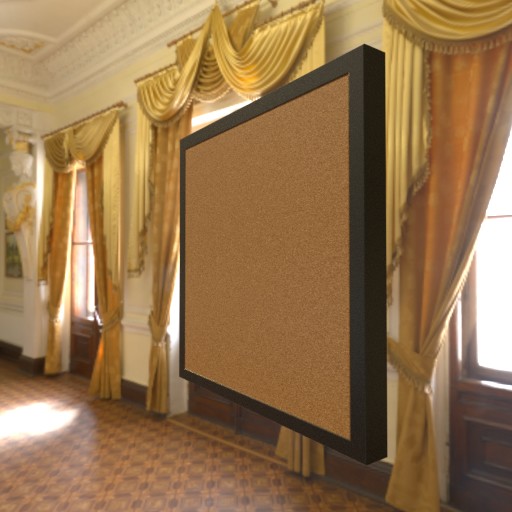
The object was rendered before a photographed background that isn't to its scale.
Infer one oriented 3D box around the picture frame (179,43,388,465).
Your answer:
[{"bbox_3d":[0.000,0.000,0.523,0.029,0.353,0.355,1,-1,-35],"label":"picture frame"}]
